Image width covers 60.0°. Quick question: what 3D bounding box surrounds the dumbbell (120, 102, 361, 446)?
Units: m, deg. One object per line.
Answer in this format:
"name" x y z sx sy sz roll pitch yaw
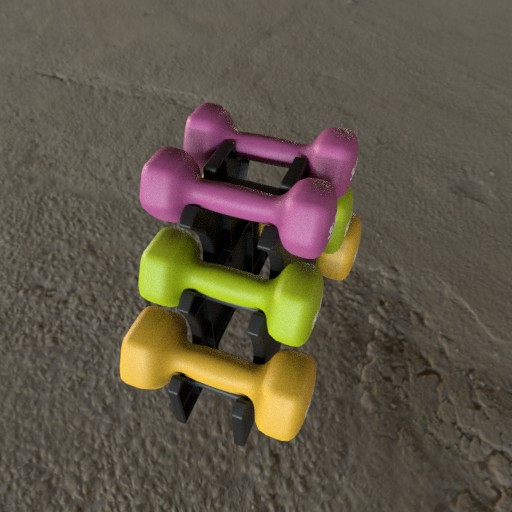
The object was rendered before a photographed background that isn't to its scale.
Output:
"dumbbell" 0.000 0.000 0.464 0.190 0.271 0.300 16 49 14
